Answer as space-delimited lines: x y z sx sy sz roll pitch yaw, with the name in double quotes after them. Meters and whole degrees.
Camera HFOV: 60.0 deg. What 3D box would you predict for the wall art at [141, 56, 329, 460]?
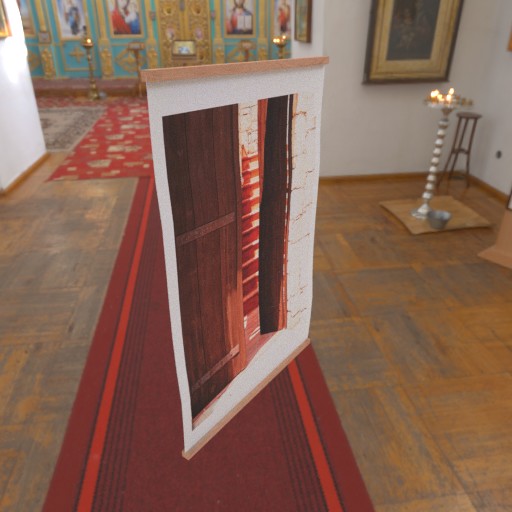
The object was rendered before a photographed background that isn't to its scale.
0.000 0.000 0.632 0.012 0.508 0.332 19 32 33 "wall art"
